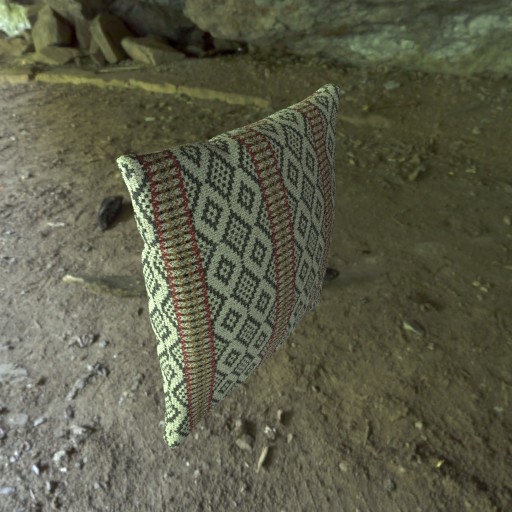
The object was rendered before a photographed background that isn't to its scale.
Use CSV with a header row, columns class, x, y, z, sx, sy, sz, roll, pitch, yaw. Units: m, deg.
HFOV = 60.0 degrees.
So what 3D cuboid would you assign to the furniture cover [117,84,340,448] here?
class,x,y,z,sx,sy,sz,roll,pitch,yaw
furniture cover,0.000,0.000,0.786,0.182,0.506,0.503,21,37,30
